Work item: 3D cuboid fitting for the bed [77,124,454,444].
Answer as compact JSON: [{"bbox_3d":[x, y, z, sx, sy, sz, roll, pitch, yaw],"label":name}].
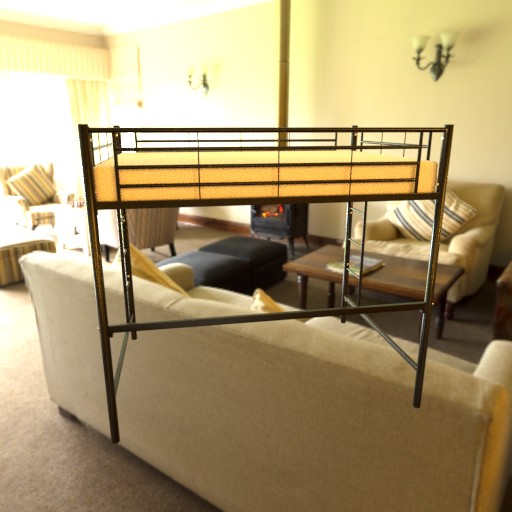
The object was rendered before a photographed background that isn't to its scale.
[{"bbox_3d":[0.000,0.000,3.180,1.994,1.803,1.397,-3,16,-10],"label":"bed"}]
